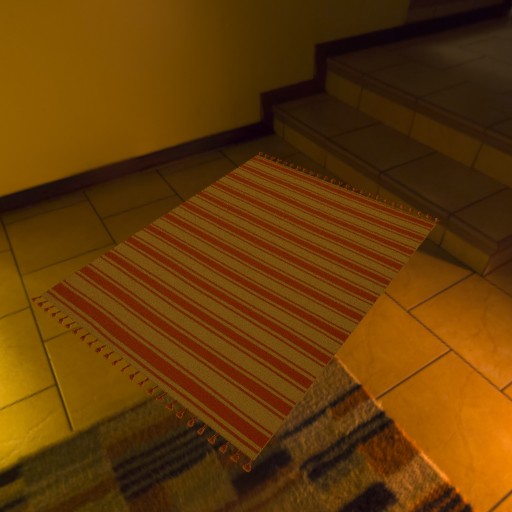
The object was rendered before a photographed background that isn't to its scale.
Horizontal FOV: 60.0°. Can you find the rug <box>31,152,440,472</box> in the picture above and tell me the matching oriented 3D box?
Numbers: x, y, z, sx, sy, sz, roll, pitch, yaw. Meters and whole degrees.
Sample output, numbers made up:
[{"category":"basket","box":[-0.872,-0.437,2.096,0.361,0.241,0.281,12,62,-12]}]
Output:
[{"category":"rug","box":[0.000,0.000,4.360,2.451,0.035,3.369,27,48,27]}]
